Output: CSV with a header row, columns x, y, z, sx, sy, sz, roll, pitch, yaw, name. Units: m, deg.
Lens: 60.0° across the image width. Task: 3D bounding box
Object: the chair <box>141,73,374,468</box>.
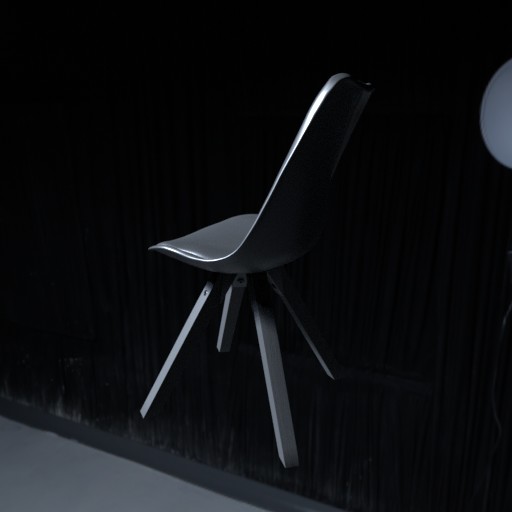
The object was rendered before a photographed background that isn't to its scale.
x,y,z,sx,sy,sz,roll,pitch,yaw,name
0.000,0.000,1.167,0.530,0.850,0.485,8,18,25,chair
